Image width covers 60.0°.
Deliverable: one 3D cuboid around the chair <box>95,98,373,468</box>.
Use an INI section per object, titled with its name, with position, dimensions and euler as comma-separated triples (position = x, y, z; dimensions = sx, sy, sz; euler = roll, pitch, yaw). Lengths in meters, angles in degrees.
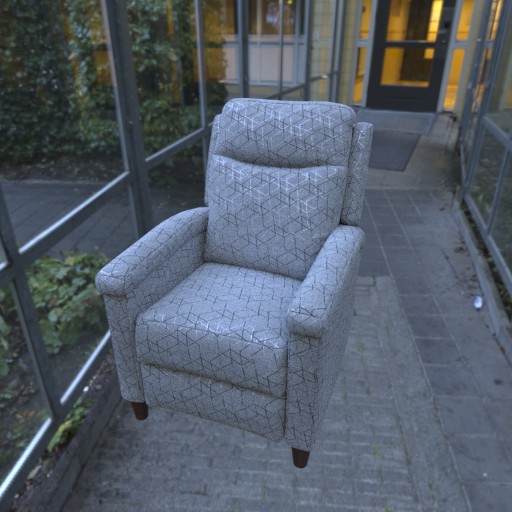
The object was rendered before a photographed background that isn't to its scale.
[chair]
position = 0.000, 0.000, 1.696
dimensions = 0.753, 1.048, 0.987
euler = 9, 29, 17
